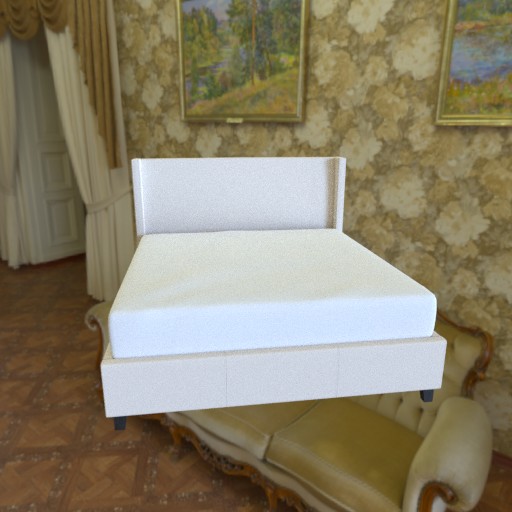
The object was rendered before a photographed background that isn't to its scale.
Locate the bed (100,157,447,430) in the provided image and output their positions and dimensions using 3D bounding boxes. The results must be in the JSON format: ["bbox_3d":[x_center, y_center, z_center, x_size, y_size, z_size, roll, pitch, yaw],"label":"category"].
[{"bbox_3d":[0.000,0.000,3.676,2.145,1.471,2.293,-2,16,-8],"label":"bed"}]
